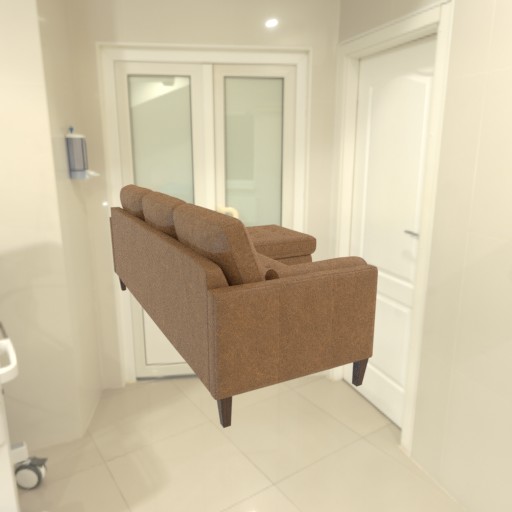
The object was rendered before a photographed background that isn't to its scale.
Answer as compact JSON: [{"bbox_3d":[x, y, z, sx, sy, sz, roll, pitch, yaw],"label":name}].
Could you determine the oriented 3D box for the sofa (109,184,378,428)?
[{"bbox_3d":[0.000,0.000,2.974,1.506,0.876,2.178,-7,16,-27],"label":"sofa"}]
